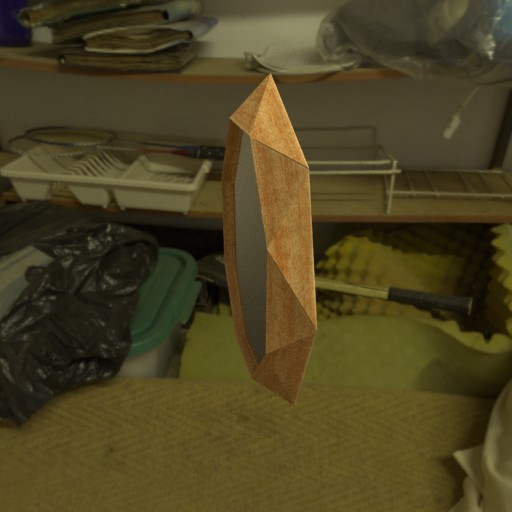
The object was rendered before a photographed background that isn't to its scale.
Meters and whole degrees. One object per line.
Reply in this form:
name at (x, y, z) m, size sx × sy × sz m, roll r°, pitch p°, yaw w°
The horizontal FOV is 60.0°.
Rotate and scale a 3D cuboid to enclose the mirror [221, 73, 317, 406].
mirror at (0.000, 0.000, 1.009) m, size 0.070 × 0.774 × 0.577 m, roll -8°, pitch 30°, yaw -14°
